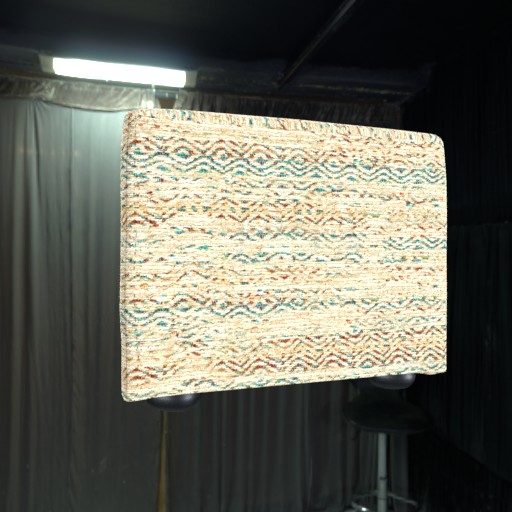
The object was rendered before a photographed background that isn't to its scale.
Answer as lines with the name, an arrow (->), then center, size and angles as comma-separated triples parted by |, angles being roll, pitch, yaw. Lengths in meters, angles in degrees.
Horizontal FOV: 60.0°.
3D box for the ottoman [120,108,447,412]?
ottoman -> 0.000, 0.000, 0.889 | 0.521, 0.453, 0.512 | 0, 0, -17
